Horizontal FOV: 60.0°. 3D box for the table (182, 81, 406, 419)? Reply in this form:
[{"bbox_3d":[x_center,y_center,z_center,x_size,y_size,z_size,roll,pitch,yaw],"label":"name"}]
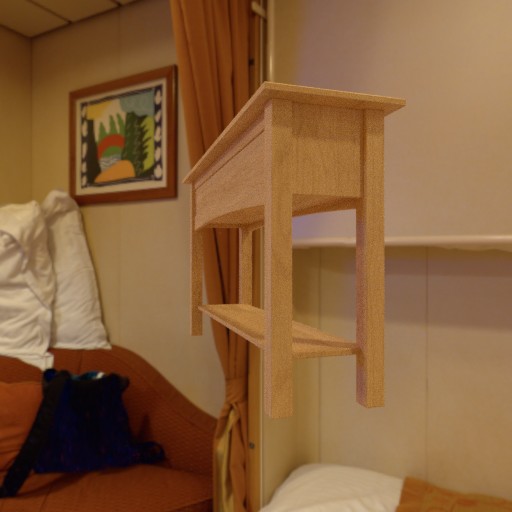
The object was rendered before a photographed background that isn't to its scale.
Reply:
[{"bbox_3d":[0.000,0.000,1.576,0.350,0.730,1.240,0,0,-17],"label":"table"}]
